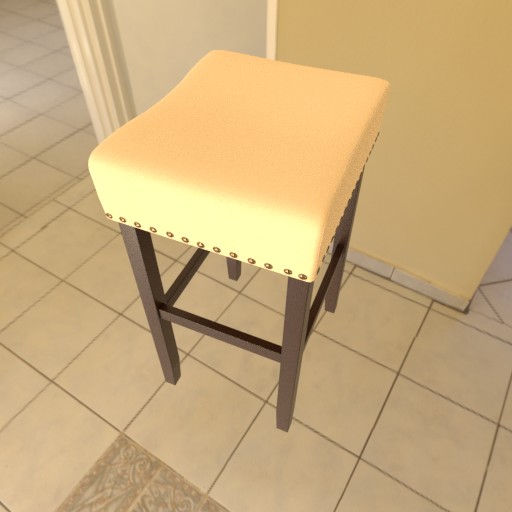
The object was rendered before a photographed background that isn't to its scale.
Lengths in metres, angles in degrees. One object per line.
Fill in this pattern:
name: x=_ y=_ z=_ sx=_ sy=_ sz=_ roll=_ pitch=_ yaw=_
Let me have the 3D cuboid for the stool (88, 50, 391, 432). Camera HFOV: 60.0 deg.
stool: x=0.000 y=0.000 z=1.064 sx=0.401 sy=0.762 sz=0.471 roll=17 pitch=49 yaw=16
